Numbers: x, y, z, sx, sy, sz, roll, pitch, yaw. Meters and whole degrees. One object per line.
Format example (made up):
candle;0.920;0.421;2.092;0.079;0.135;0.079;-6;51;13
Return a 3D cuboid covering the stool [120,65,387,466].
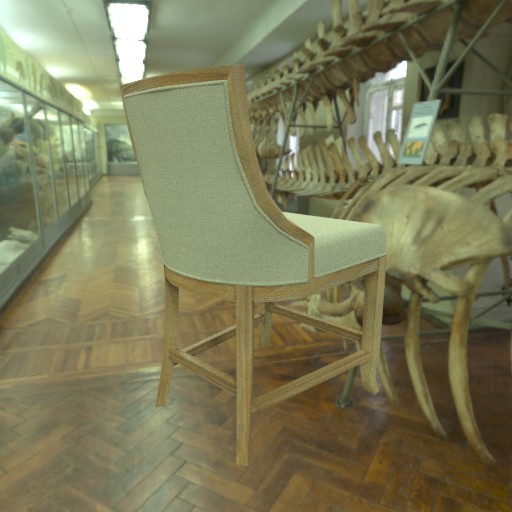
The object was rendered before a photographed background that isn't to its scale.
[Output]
stool;0.000;0.000;1.305;0.524;0.938;0.626;13;19;43
